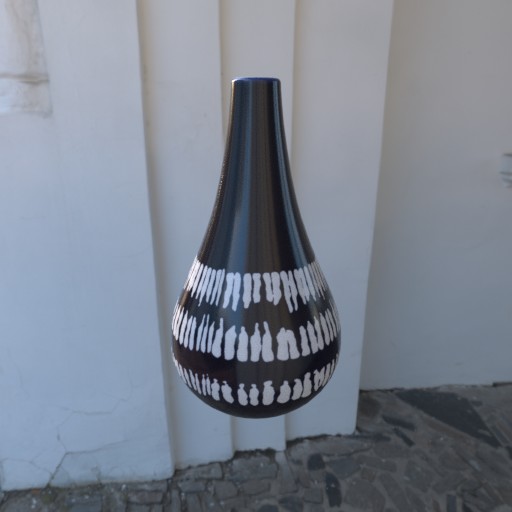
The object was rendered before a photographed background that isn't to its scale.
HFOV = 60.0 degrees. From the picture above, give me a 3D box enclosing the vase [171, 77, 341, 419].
[{"bbox_3d":[0.000,0.000,0.395,0.159,0.295,0.159,0,18,0],"label":"vase"}]
